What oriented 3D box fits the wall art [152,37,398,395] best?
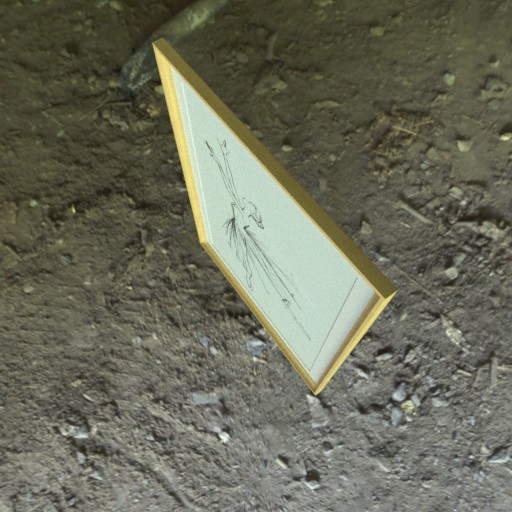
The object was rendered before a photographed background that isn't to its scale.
[{"bbox_3d":[0.000,0.000,1.355,0.030,1.002,0.798,-33,68,-15],"label":"wall art"}]
